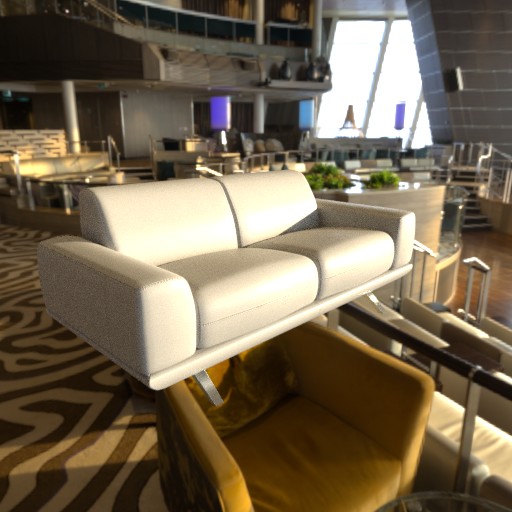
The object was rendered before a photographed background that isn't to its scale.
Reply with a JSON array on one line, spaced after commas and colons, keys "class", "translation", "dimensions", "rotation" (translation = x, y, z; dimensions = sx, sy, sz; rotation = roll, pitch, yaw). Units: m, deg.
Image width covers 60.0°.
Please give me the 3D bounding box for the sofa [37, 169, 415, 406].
[{"class": "sofa", "translation": [0.000, 0.000, 2.338], "dimensions": [0.900, 0.772, 1.901], "rotation": [15, 22, 43]}]
